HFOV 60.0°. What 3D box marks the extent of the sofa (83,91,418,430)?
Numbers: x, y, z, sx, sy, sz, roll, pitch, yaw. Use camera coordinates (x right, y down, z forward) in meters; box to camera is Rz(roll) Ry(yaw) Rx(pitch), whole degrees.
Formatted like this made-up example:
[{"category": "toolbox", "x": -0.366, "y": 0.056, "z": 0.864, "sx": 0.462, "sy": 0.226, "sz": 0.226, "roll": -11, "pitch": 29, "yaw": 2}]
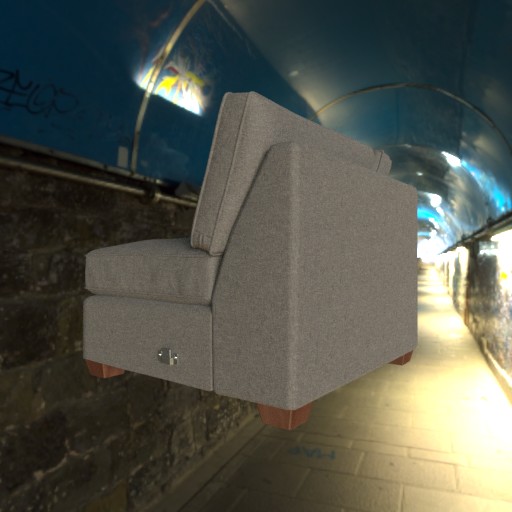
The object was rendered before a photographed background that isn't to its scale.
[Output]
[{"category": "sofa", "x": 0.000, "y": 0.000, "z": 1.970, "sx": 1.084, "sy": 1.002, "sz": 1.146, "roll": 0, "pitch": 0, "yaw": 37}]
